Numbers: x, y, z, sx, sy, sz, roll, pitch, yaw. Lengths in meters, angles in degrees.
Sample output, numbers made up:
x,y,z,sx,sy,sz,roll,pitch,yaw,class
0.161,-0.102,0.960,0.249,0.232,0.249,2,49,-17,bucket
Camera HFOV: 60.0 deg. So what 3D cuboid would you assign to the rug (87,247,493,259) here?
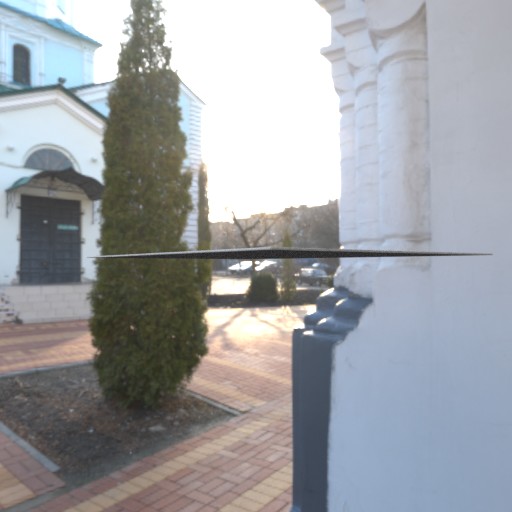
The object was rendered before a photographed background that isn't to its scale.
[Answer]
x,y,z,sx,sy,sz,roll,pitch,yaw,class
0.000,0.000,2.308,1.220,0.007,1.828,1,-1,-36,rug
